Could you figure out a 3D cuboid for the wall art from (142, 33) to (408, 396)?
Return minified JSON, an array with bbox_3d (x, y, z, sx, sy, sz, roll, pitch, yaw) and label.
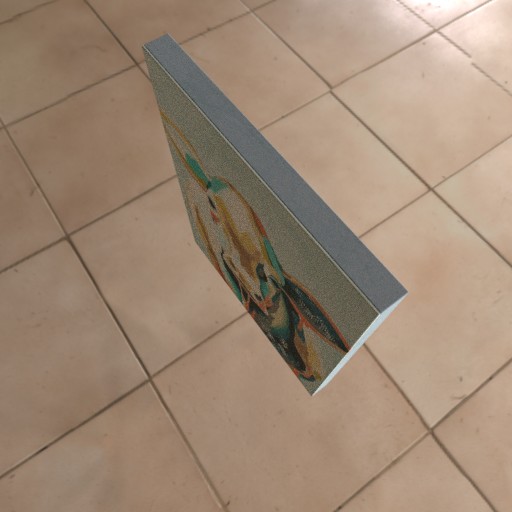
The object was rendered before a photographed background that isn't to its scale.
[{"bbox_3d":[0.000,0.000,0.687,0.037,0.509,0.409,-33,69,-14],"label":"wall art"}]
